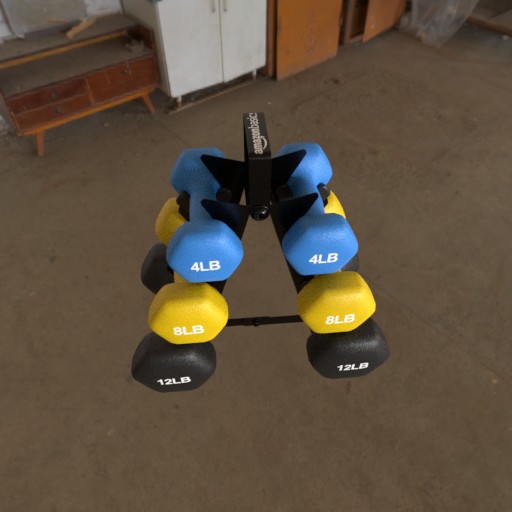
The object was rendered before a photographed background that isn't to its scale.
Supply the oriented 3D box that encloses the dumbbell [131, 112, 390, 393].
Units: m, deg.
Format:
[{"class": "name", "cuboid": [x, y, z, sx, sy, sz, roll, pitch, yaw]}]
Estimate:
[{"class": "dumbbell", "cuboid": [0.000, 0.000, 0.669, 0.409, 0.426, 0.255, -4, 48, -3]}]
